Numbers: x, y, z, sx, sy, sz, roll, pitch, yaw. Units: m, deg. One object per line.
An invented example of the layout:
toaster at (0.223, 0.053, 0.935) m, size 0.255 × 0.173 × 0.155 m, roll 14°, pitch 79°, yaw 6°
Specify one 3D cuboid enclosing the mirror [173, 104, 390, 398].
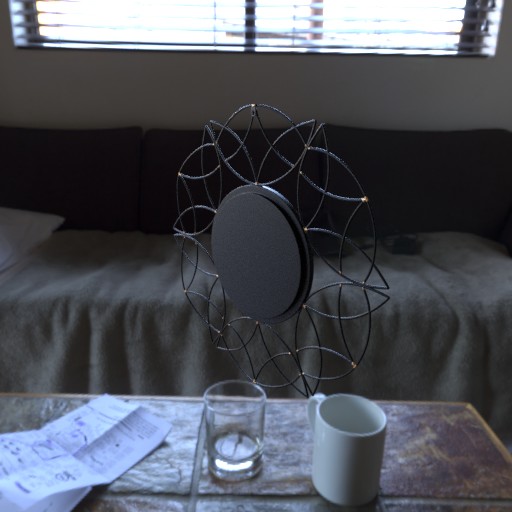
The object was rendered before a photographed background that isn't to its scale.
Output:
mirror at (0.000, 0.000, 1.195) m, size 0.028 × 0.775 × 0.797 m, roll -15°, pitch 22°, yaw -42°
